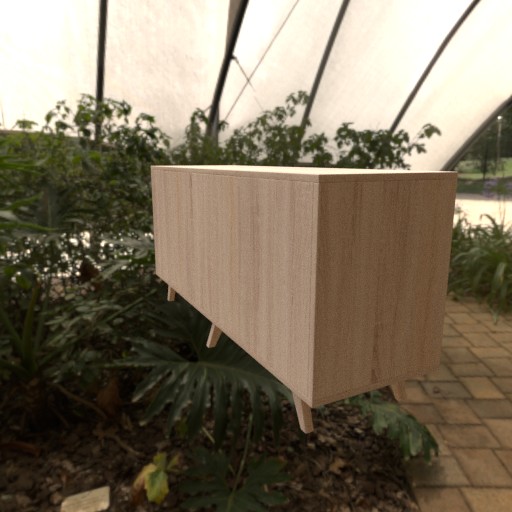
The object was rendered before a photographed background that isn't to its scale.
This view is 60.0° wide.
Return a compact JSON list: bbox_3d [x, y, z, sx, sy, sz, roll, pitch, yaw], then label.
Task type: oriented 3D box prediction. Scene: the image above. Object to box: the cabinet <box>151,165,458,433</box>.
[{"bbox_3d":[0.000,0.000,2.001,0.500,0.780,1.650,-6,14,-27],"label":"cabinet"}]
